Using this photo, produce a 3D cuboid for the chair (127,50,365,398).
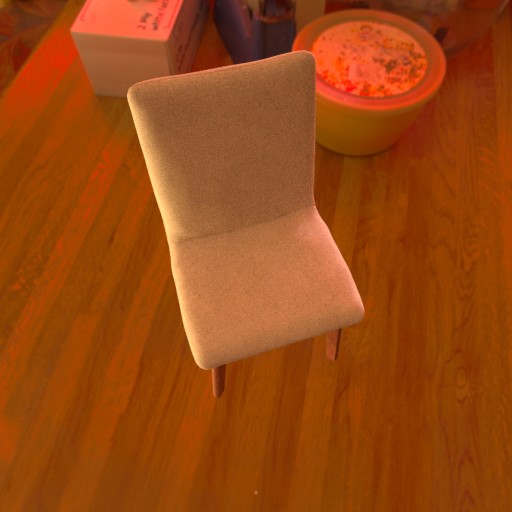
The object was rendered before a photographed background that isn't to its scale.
[{"bbox_3d":[0.000,0.000,1.348,0.522,0.974,0.563,-16,63,-8],"label":"chair"}]
